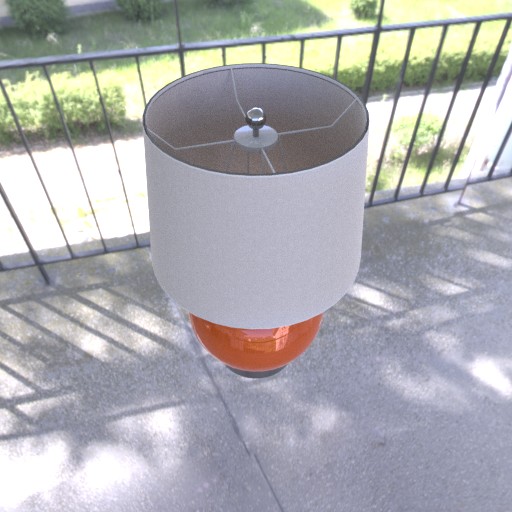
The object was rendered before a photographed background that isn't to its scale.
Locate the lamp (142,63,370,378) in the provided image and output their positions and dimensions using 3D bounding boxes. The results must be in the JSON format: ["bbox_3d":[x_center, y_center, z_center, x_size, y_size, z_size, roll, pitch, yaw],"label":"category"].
[{"bbox_3d":[0.000,0.000,0.544,0.247,0.387,0.247,0,46,0],"label":"lamp"}]
